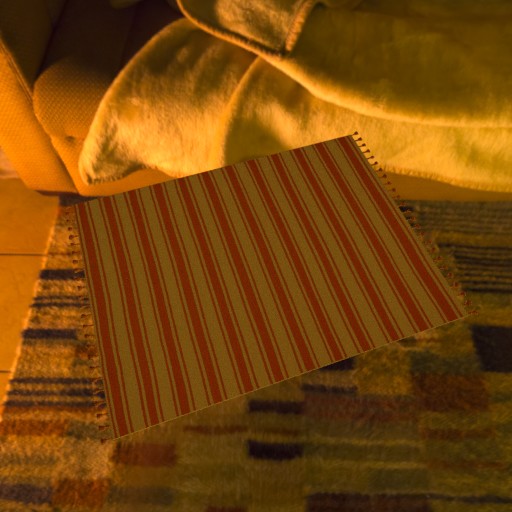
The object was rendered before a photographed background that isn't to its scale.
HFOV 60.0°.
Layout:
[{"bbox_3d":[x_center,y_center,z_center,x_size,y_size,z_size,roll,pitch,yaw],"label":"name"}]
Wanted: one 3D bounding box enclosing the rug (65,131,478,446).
[{"bbox_3d":[0.000,0.000,4.282,3.369,0.035,2.451,-16,60,-10],"label":"rug"}]
